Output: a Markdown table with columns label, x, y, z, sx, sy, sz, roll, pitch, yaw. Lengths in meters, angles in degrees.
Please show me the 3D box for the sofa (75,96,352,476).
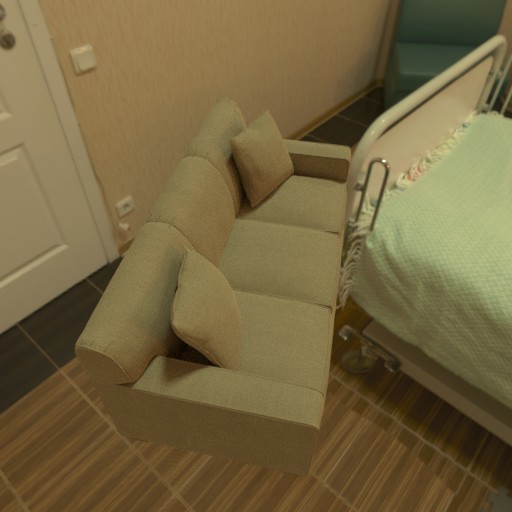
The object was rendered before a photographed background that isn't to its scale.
| label | x | y | z | sx | sy | sz | roll | pitch | yaw |
| --- | --- | --- | --- | --- | --- | --- | --- | --- | --- |
| sofa | 0.000 | 0.000 | 2.554 | 0.997 | 0.958 | 2.024 | 9 | 47 | 8 |
